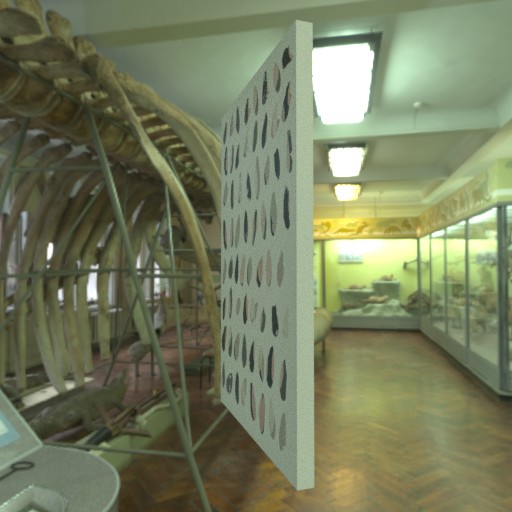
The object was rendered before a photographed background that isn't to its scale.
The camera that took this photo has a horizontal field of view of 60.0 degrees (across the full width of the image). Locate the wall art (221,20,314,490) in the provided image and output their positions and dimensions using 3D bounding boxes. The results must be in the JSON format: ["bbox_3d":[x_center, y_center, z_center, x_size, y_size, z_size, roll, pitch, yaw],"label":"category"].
[{"bbox_3d":[0.000,0.000,0.767,0.025,0.608,0.405,1,-2,-18],"label":"wall art"}]
